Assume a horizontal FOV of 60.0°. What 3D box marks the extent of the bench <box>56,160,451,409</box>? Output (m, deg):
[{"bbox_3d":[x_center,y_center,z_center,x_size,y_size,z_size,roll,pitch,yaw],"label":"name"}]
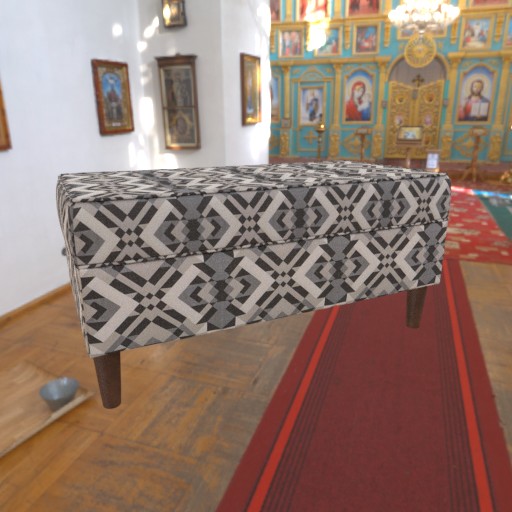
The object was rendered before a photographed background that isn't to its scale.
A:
[{"bbox_3d":[0.000,0.000,1.292,1.016,0.477,0.492,-8,19,-25],"label":"bench"}]
